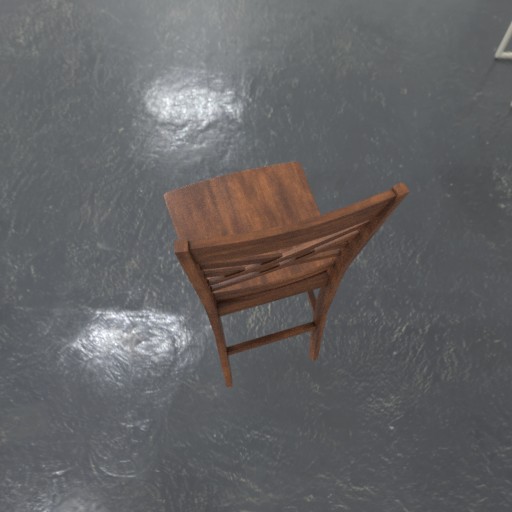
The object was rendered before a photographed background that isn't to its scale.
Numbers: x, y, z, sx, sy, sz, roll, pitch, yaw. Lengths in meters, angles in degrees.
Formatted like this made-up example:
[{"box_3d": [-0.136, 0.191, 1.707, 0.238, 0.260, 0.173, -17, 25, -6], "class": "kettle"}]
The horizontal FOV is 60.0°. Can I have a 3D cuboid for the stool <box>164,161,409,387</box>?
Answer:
[{"box_3d": [0.000, 0.000, 1.403, 0.462, 1.079, 0.539, -15, 60, -9], "class": "stool"}]
